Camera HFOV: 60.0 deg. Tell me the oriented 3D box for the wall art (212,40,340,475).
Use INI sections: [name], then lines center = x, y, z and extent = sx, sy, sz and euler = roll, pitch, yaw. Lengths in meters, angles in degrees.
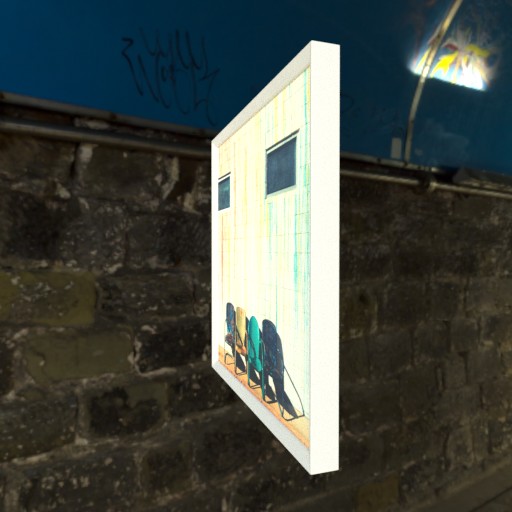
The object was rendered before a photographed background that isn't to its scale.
[wall art]
center = 0.000, 0.000, 0.763
extent = 0.037, 0.508, 0.508
euler = 0, 1, -19
